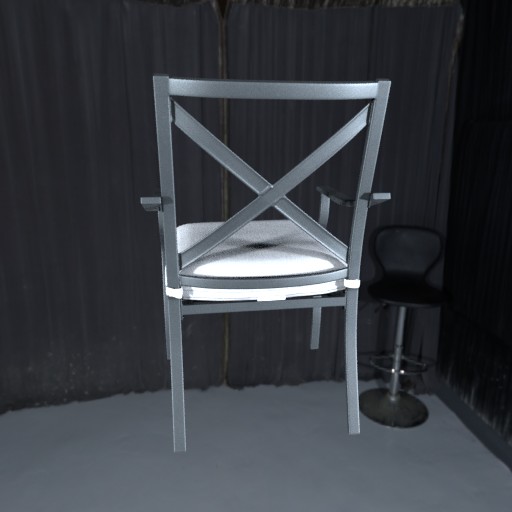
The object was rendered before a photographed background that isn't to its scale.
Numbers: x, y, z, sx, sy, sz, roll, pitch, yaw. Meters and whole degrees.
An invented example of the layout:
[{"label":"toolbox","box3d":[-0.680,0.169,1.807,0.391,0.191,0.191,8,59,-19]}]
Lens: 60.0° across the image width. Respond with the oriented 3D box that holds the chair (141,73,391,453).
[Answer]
[{"label":"chair","box3d":[0.000,0.000,1.265,0.575,0.889,0.620,-2,15,-9]}]
